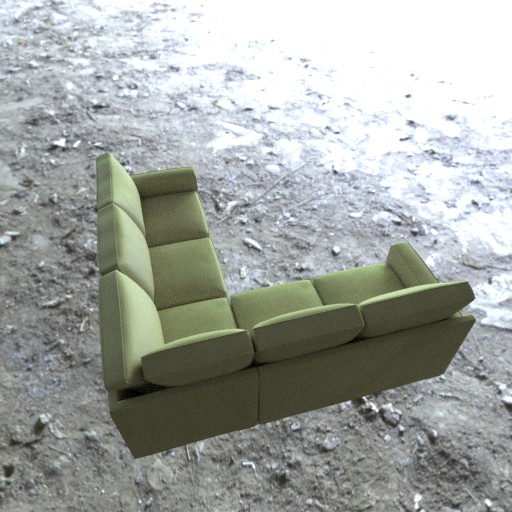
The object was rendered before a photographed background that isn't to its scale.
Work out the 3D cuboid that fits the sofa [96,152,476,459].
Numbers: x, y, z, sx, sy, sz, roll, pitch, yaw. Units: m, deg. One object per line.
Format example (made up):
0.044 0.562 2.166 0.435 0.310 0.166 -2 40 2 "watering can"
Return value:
0.000 0.000 3.365 2.182 0.939 2.189 -11 47 -11 "sofa"
